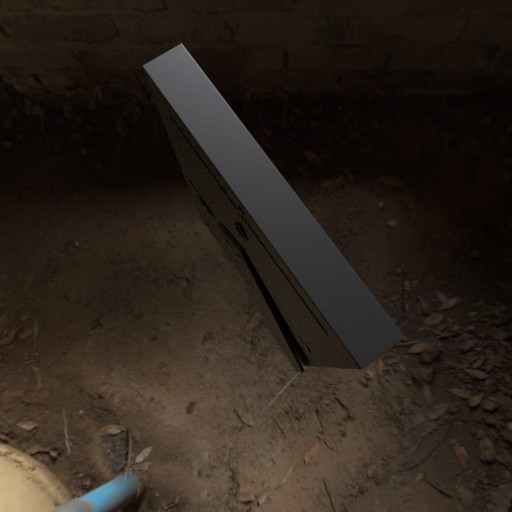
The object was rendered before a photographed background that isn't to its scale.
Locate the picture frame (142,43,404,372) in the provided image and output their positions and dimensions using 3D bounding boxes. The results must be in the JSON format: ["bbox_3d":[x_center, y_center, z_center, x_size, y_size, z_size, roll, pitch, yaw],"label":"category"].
[{"bbox_3d":[0.000,0.000,0.282,0.028,0.208,0.157,-34,79,-8],"label":"picture frame"}]
